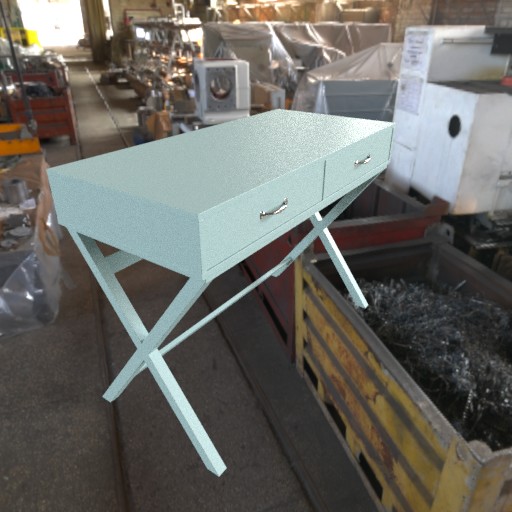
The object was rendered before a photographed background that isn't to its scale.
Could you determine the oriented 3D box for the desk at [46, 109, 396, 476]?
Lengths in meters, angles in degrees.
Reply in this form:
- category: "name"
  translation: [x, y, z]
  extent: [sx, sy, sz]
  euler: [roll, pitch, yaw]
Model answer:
- category: "desk"
  translation: [0.000, 0.000, 1.526]
  extent: [0.525, 0.780, 1.057]
  euler: [18, 33, 31]
